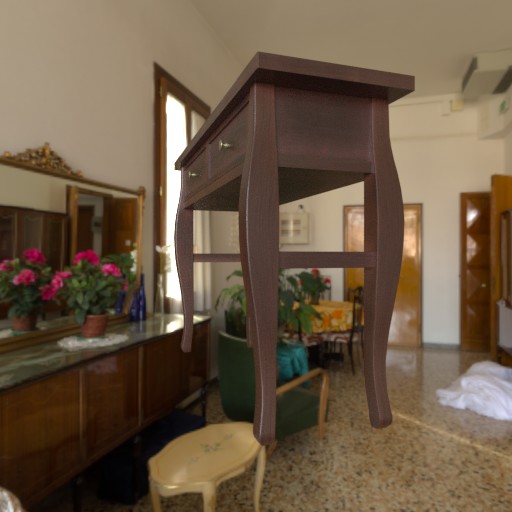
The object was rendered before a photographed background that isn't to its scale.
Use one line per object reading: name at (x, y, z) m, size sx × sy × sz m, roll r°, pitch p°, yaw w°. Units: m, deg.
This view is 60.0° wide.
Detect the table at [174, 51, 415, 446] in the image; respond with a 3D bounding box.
table at (0.000, 0.000, 1.391) m, size 0.373 × 0.768 × 1.062 m, roll 0°, pitch 0°, yaw -19°
